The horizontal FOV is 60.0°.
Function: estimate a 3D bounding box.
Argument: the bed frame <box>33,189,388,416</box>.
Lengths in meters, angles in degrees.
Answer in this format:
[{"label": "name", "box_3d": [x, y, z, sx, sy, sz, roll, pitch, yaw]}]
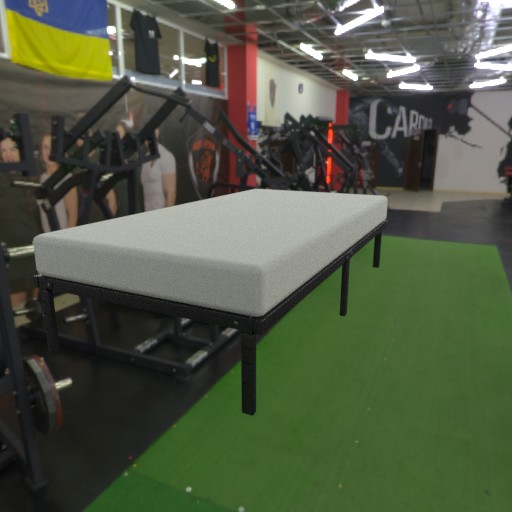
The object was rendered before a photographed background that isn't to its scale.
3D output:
[{"label": "bed frame", "box_3d": [0.000, 0.000, 3.259, 1.393, 0.680, 2.635, 7, 16, 26]}]
